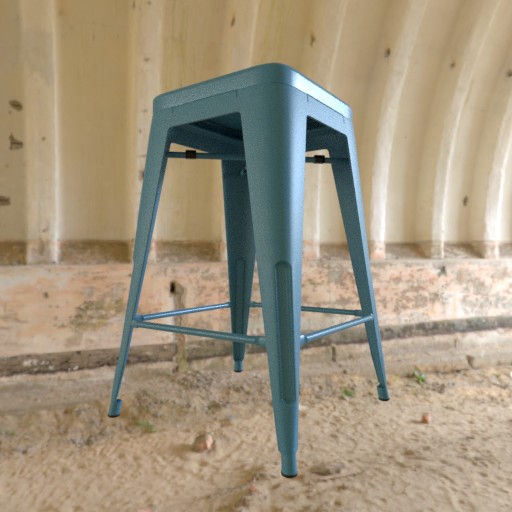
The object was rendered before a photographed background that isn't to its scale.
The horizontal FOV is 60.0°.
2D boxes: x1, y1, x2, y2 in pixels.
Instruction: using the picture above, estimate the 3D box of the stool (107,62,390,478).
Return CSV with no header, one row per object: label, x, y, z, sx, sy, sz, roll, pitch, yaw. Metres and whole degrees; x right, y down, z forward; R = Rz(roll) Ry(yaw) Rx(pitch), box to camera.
stool,0.000,0.000,0.885,0.410,0.608,0.410,0,1,35
